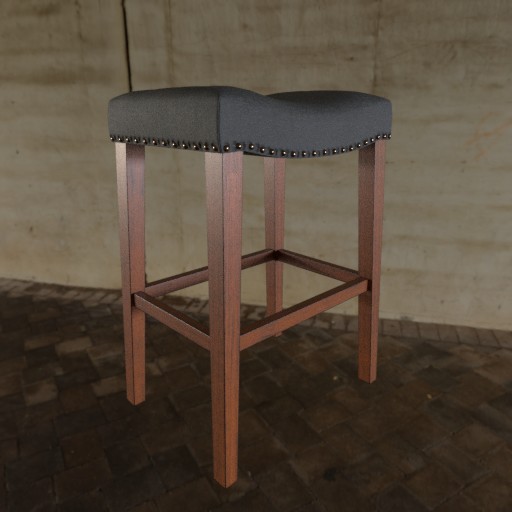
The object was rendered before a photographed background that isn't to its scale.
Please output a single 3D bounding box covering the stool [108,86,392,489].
[{"bbox_3d":[0.000,0.000,0.865,0.439,0.612,0.320,-17,24,-41],"label":"stool"}]
